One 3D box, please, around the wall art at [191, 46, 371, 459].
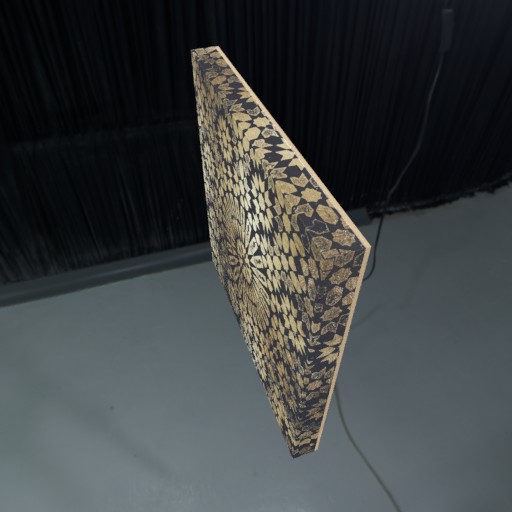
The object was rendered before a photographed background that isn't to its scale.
[{"bbox_3d":[0.000,0.000,0.605,0.038,0.405,0.405,-15,48,-14],"label":"wall art"}]
